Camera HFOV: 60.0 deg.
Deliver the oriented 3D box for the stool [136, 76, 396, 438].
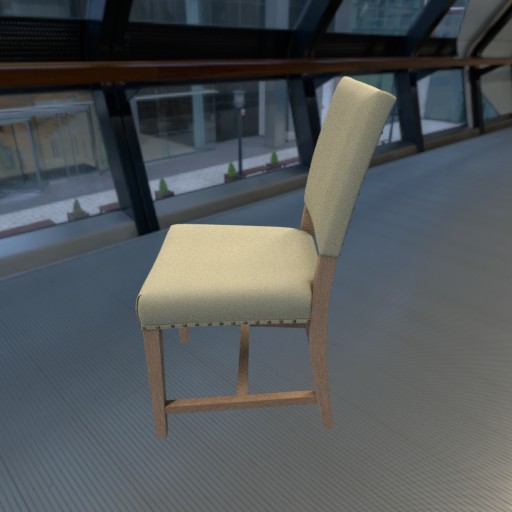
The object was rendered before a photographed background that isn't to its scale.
[{"bbox_3d":[0.000,0.000,1.349,0.623,0.986,0.508,0,26,0],"label":"stool"}]
